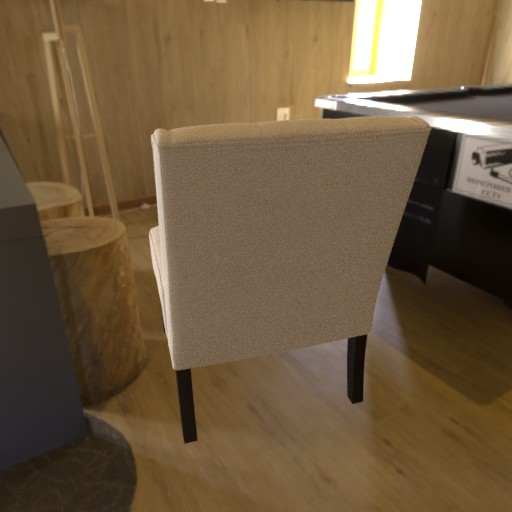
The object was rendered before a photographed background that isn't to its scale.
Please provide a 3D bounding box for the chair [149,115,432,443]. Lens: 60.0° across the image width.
[{"bbox_3d":[0.000,0.000,1.288,0.569,0.853,0.676,-8,27,-15],"label":"chair"}]
